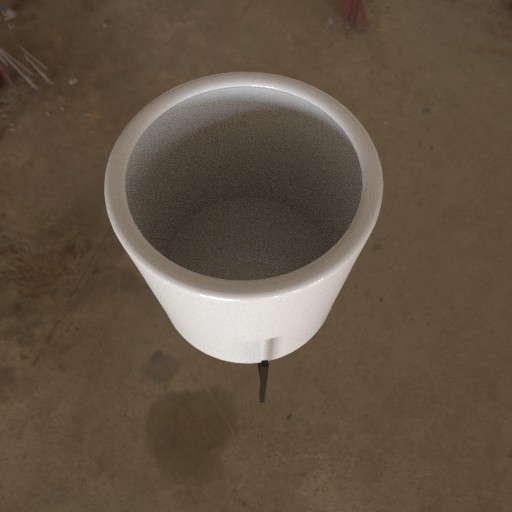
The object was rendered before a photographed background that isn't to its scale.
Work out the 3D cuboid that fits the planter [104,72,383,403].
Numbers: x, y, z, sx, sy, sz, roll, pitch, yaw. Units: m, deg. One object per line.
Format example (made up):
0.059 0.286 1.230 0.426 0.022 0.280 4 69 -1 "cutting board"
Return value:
0.000 0.000 0.641 0.308 0.431 0.307 -30 68 -14 "planter"
